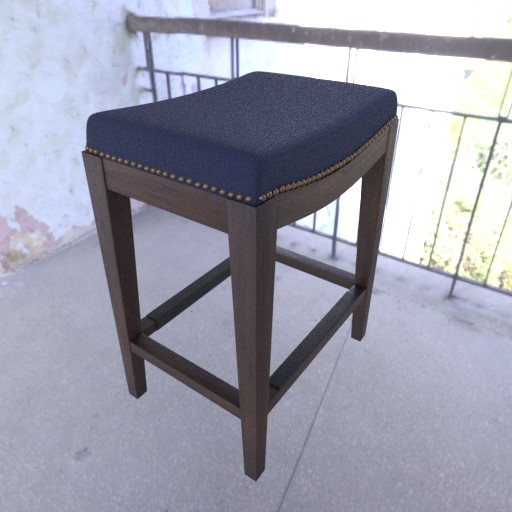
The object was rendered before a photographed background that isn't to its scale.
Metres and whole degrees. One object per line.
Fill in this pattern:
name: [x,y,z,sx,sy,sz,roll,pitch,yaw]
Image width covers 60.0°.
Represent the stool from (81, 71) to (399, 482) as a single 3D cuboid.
stool: [0.000,0.000,0.933,0.361,0.642,0.500,21,38,29]
